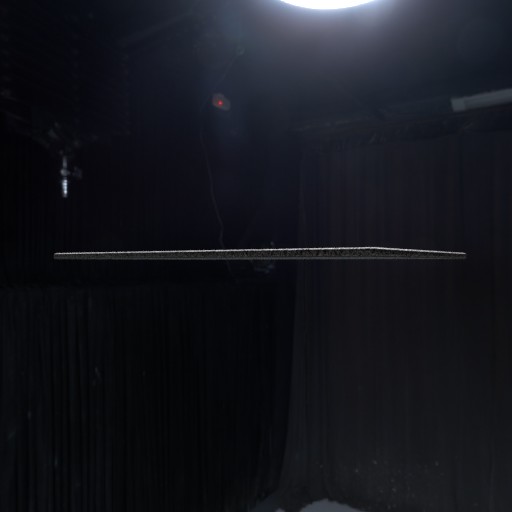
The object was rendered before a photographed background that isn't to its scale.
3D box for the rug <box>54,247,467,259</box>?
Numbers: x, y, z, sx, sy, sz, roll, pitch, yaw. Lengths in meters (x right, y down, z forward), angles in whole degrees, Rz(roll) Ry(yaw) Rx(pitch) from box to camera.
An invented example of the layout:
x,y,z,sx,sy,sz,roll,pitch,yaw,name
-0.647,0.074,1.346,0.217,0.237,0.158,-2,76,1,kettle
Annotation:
x,y,z,sx,sy,sz,roll,pitch,yaw,name
0.000,0.000,2.300,1.778,0.030,1.219,0,-1,37,rug
